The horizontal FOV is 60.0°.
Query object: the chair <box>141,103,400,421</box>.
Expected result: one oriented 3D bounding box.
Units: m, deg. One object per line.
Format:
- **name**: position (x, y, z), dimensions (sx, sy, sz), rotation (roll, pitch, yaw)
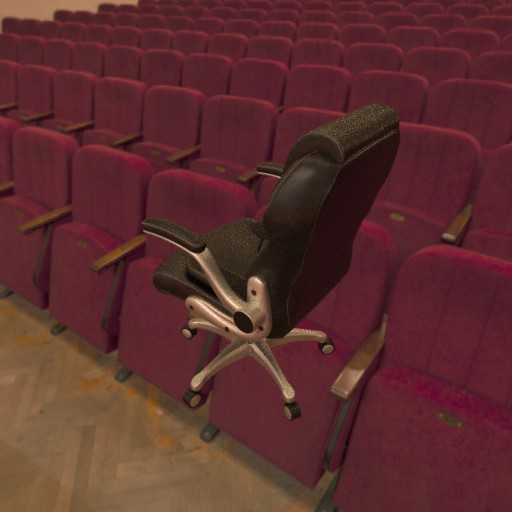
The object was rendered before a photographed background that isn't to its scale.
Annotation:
- **chair**: position (0.000, 0.000, 1.675), dimensions (0.801, 1.141, 0.724), rotation (21, 38, 30)
